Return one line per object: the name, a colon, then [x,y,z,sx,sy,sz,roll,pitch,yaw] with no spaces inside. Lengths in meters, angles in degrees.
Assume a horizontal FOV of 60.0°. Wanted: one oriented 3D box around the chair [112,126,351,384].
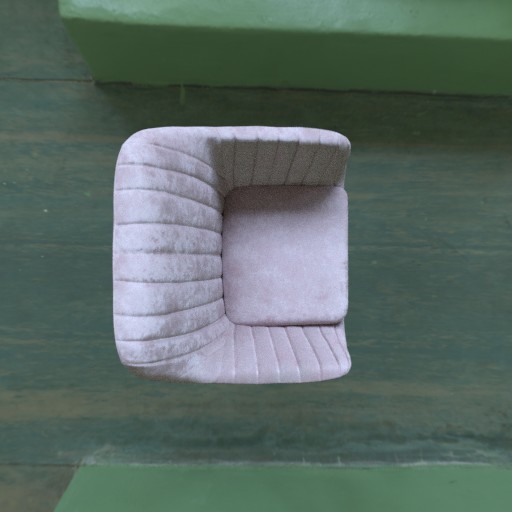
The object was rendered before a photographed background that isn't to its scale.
chair: [0.000,0.000,1.243,0.570,0.832,0.610,0,89,-2]
